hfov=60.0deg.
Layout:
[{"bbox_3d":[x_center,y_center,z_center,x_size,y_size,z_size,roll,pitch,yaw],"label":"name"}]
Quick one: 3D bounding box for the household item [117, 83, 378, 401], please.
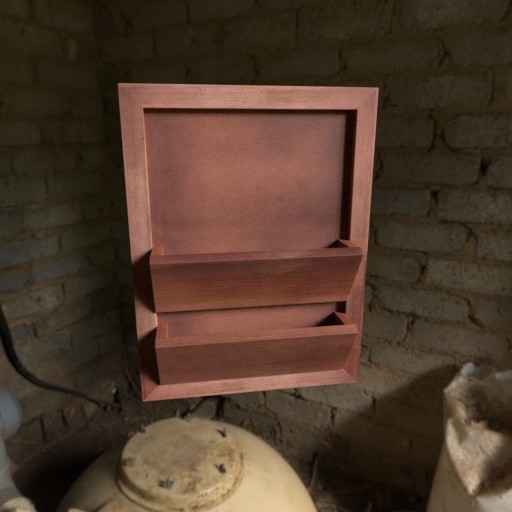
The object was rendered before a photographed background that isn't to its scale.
[{"bbox_3d":[0.000,0.000,0.560,0.310,0.407,0.067,-2,16,-9],"label":"household item"}]
